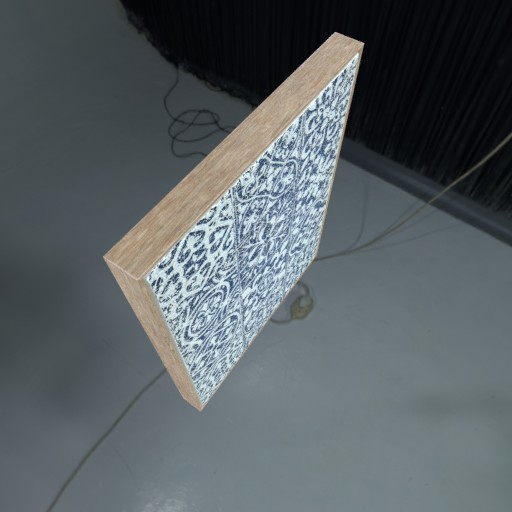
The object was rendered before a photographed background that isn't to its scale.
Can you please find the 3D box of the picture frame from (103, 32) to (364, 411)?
[{"bbox_3d":[0.000,0.000,0.713,0.043,0.526,0.424,31,63,17],"label":"picture frame"}]
